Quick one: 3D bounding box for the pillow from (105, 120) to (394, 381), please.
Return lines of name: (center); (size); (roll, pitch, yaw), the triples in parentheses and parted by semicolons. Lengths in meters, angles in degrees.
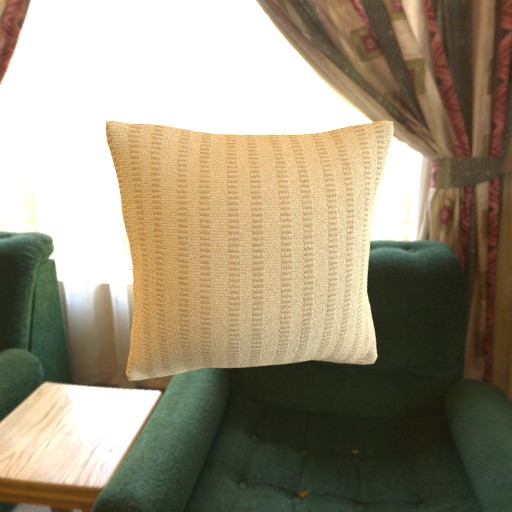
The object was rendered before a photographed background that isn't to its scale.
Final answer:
pillow: (0.000, 0.000, 0.714); (0.438, 0.419, 0.247); (-2, 16, -8)
